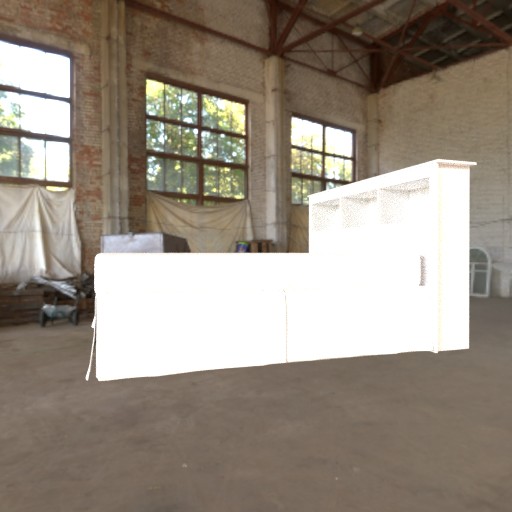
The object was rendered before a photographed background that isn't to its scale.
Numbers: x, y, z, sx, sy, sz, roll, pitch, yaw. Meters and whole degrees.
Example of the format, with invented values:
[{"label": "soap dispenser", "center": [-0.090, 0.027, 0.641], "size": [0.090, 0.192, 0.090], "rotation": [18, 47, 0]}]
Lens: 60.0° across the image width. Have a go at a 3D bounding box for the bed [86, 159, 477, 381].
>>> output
[{"label": "bed", "center": [0.000, 0.000, 3.016], "size": [2.133, 1.092, 1.671], "rotation": [0, 0, -19]}]
